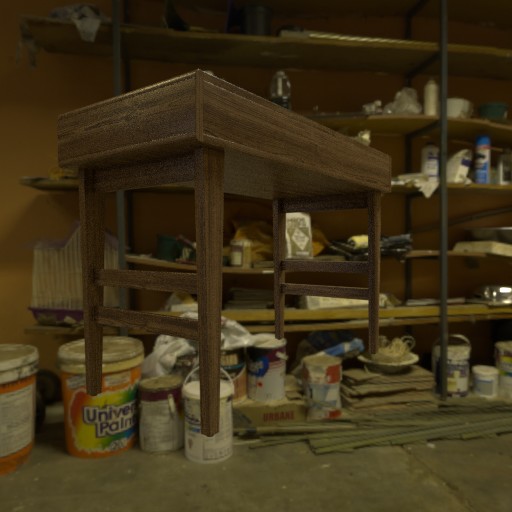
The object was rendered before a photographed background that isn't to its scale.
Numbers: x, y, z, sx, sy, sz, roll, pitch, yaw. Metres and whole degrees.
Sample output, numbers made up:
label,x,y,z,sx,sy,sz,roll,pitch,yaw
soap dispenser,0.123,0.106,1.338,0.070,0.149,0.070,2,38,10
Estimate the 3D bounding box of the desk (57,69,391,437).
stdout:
label,x,y,z,sx,sy,sz,roll,pitch,yaw
desk,0.000,0.000,1.445,0.508,0.755,1.067,1,2,37
